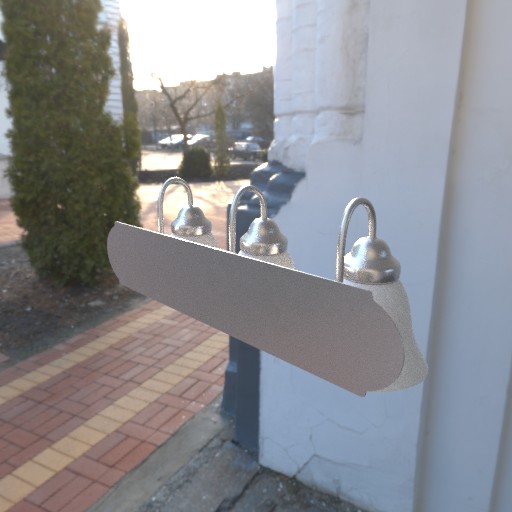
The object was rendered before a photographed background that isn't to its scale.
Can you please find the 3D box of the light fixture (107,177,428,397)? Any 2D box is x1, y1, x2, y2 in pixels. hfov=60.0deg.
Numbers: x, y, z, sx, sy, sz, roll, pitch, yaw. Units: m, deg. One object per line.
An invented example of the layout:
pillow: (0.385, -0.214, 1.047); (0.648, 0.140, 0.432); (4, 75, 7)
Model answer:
light fixture: (0.000, 0.000, 0.695); (0.199, 0.222, 0.610); (-14, 20, -42)
